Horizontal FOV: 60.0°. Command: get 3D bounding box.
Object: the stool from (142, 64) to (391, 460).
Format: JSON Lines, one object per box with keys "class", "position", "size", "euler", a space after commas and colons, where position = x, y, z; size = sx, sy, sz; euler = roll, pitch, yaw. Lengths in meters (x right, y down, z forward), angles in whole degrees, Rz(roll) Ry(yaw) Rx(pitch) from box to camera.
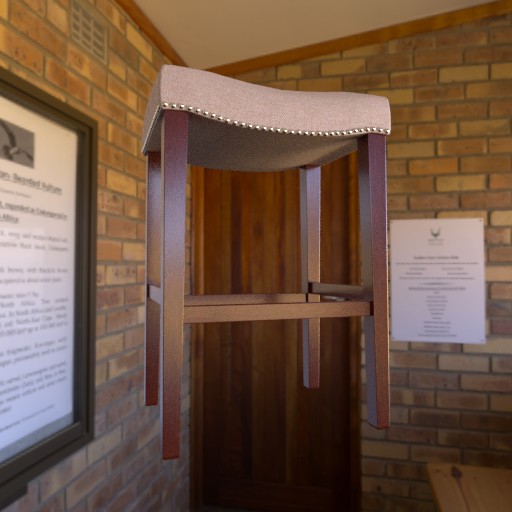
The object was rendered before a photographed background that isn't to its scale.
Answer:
{"class": "stool", "position": [0.000, 0.000, 1.047], "size": [0.504, 0.742, 0.372], "euler": [1, -2, -19]}
